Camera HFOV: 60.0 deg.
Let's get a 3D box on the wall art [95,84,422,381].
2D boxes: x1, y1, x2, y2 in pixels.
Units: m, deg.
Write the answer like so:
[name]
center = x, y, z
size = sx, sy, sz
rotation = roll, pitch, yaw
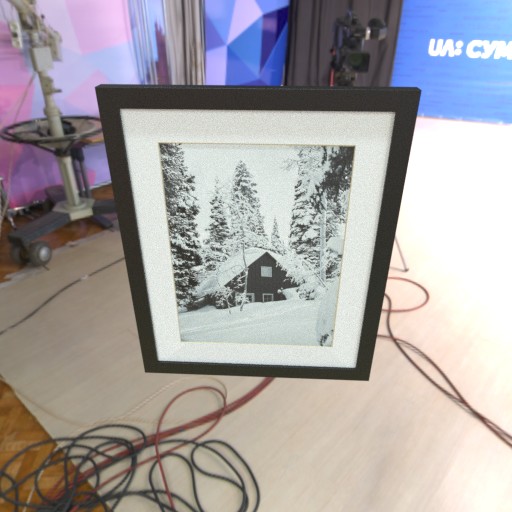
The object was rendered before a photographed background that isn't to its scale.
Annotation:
[wall art]
center = 0.000, 0.000, 0.549
size = 0.325, 0.397, 0.018
rotation = 1, 31, 3
